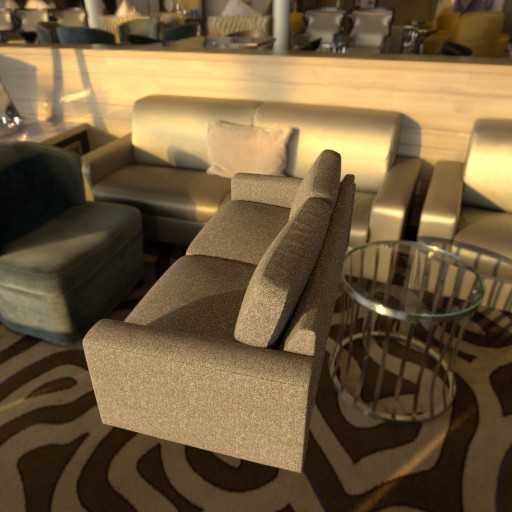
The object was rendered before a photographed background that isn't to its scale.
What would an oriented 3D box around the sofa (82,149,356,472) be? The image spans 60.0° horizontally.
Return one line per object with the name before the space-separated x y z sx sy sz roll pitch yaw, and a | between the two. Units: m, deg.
sofa | 0.000 0.000 2.723 1.016 0.873 2.179 8 31 13
